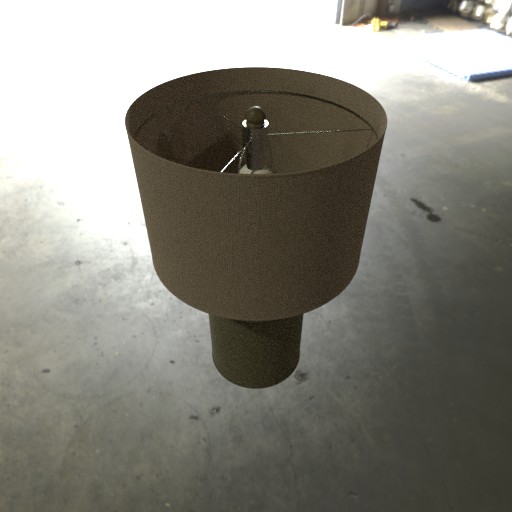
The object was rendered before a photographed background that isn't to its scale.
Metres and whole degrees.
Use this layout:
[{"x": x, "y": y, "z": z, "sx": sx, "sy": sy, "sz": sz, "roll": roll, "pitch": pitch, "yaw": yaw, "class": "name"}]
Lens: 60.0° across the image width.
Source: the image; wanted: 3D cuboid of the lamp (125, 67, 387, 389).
[{"x": 0.000, "y": 0.000, "z": 0.706, "sx": 0.318, "sy": 0.486, "sz": 0.318, "roll": 0, "pitch": 41, "yaw": 0, "class": "lamp"}]
